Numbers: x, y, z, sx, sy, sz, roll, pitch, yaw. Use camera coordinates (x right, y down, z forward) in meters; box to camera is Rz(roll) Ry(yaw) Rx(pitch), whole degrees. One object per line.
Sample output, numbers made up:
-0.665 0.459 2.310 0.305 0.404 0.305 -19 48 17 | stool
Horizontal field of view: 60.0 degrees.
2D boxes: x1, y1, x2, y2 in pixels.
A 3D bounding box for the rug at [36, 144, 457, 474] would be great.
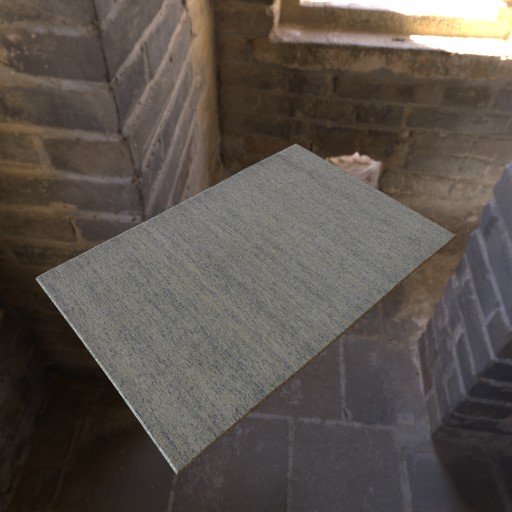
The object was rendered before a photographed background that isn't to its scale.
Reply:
0.000 0.000 2.837 2.263 0.017 1.523 -33 54 -27 | rug
